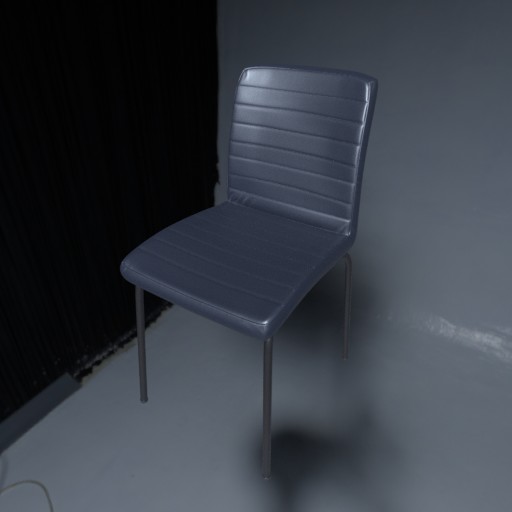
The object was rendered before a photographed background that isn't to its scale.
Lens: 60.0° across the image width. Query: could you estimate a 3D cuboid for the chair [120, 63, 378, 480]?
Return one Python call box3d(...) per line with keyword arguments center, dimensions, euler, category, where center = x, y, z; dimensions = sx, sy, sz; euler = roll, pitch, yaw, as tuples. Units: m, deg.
box3d(center=(0.000, 0.000, 1.179), dimensions=(0.450, 0.872, 0.572), euler=(19, 36, 28), category="chair")
